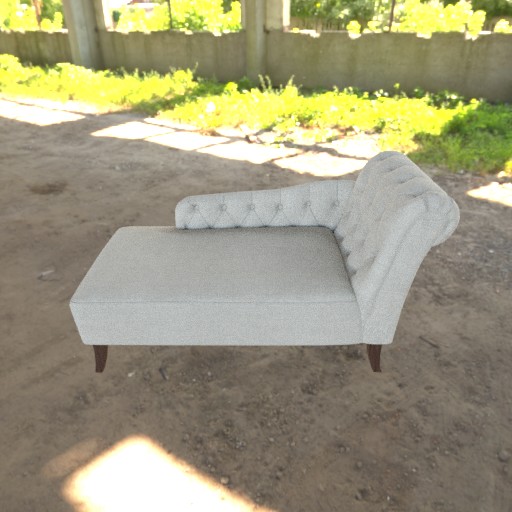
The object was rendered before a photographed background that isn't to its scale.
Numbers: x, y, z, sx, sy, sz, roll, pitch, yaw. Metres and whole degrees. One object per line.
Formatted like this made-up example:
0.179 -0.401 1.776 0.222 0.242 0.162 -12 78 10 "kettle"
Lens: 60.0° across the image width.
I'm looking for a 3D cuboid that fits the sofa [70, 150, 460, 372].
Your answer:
0.000 0.000 1.901 1.379 0.787 0.675 0 28 0 "sofa"
